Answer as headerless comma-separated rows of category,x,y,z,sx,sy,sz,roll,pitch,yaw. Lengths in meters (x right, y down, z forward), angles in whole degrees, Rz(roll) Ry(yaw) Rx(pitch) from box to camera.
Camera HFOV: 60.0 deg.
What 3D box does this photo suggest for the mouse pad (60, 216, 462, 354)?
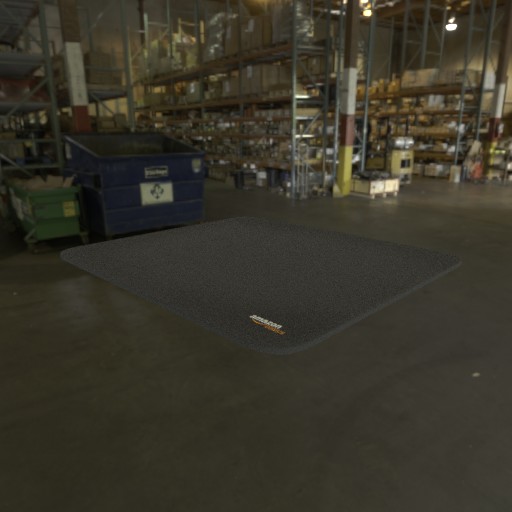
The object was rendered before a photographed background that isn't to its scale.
mouse pad,0.000,0.000,0.324,0.229,0.003,0.203,15,22,43
